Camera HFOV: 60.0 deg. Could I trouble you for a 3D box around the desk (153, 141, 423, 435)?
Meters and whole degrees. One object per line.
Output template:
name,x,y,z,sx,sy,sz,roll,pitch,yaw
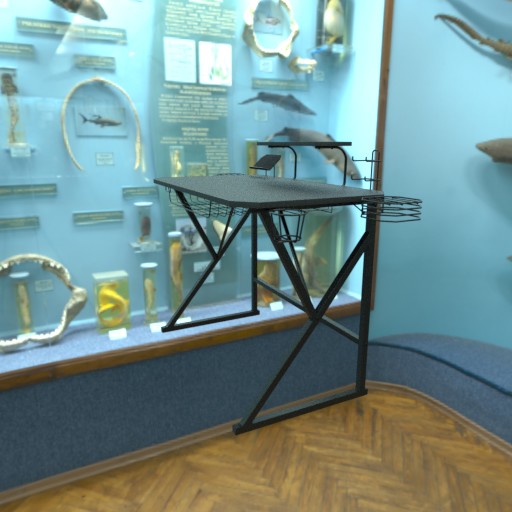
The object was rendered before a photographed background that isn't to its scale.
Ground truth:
desk,0.000,0.000,1.764,0.580,0.880,1.290,-7,16,-26
